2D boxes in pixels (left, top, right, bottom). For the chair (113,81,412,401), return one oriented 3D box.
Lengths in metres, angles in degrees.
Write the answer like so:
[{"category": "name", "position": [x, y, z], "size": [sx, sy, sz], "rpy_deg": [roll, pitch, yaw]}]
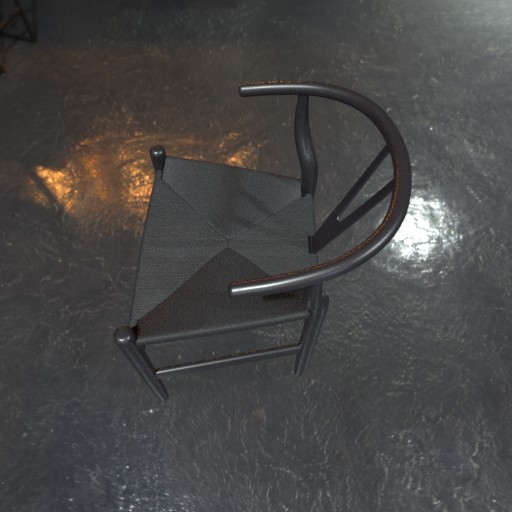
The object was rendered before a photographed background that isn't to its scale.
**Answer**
[{"category": "chair", "position": [0.000, 0.000, 1.136], "size": [0.579, 0.730, 0.569], "rpy_deg": [1, 58, 0]}]
